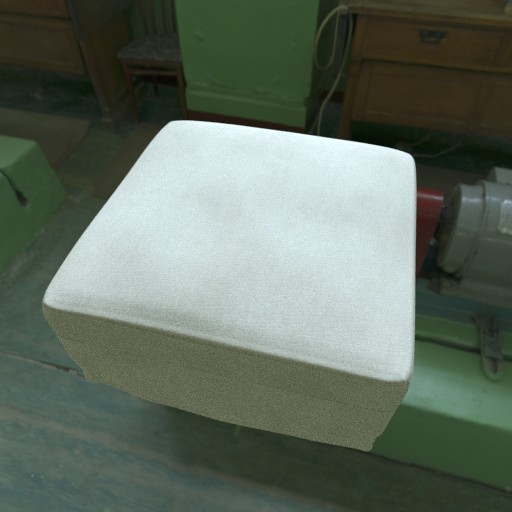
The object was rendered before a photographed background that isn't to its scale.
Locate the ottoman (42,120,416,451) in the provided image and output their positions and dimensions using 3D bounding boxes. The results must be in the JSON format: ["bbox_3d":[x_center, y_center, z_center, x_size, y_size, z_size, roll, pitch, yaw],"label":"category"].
[{"bbox_3d":[0.000,0.000,1.309,0.843,0.441,0.842,10,48,10],"label":"ottoman"}]
